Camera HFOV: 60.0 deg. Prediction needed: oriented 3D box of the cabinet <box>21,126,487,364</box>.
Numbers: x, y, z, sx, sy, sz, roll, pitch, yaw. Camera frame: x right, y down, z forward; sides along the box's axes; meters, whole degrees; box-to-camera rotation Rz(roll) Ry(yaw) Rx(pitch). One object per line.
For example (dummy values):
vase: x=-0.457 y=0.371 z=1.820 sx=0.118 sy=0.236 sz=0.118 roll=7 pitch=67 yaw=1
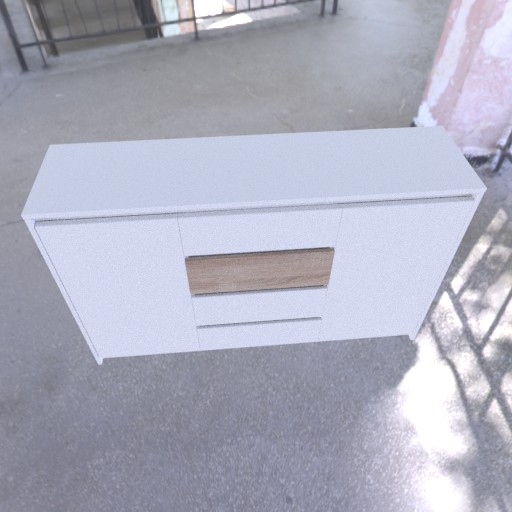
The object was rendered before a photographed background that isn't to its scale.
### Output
cabinet: x=0.000 y=0.000 z=1.832 sx=1.450 sy=0.900 sz=0.380 roll=-4 pitch=47 yaw=-3
